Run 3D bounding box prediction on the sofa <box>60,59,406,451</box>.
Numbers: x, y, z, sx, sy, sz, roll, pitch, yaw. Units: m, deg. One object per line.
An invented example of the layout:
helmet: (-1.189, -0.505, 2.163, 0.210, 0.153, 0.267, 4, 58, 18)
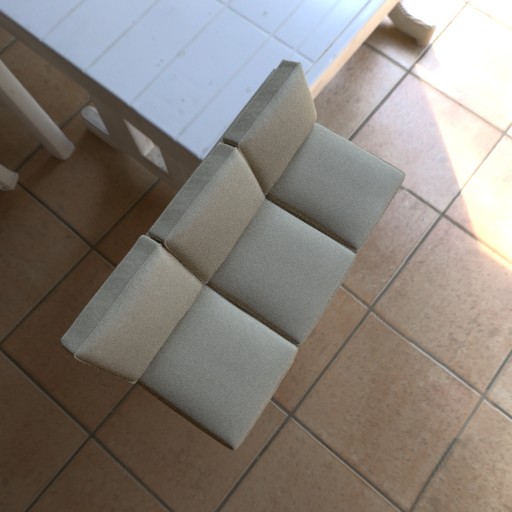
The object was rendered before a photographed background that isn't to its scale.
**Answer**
sofa: (0.000, 0.000, 2.625, 1.027, 0.973, 1.962, 32, 76, 9)
